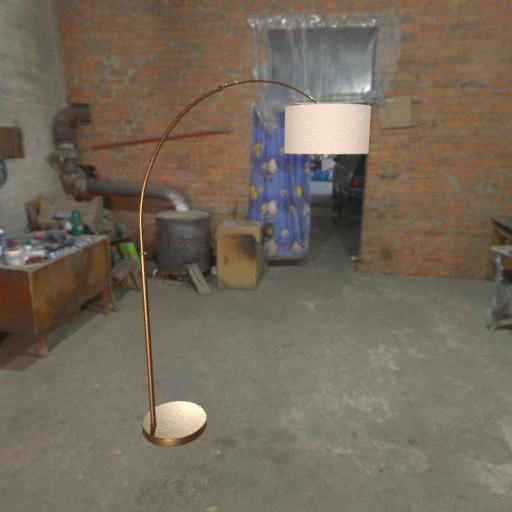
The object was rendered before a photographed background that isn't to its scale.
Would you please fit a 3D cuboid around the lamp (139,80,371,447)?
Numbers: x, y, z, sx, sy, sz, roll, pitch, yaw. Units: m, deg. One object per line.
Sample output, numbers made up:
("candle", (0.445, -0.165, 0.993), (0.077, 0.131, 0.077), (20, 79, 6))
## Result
("lamp", (0.000, 0.000, 2.587), (1.434, 1.927, 0.493), (-7, 16, -26))
